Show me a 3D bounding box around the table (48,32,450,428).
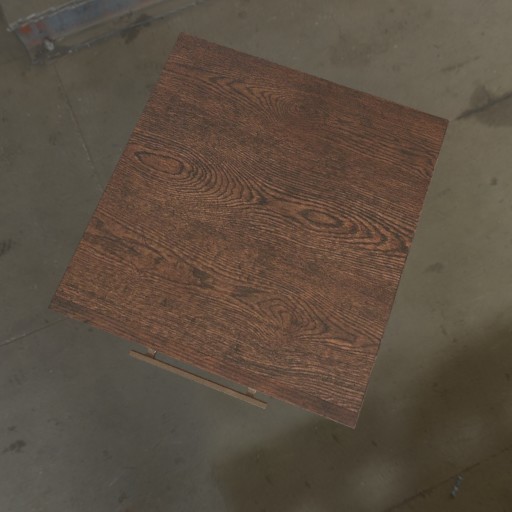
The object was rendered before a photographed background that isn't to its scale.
[{"bbox_3d":[0.000,0.000,1.012,0.506,0.582,0.566,20,78,5],"label":"table"}]
